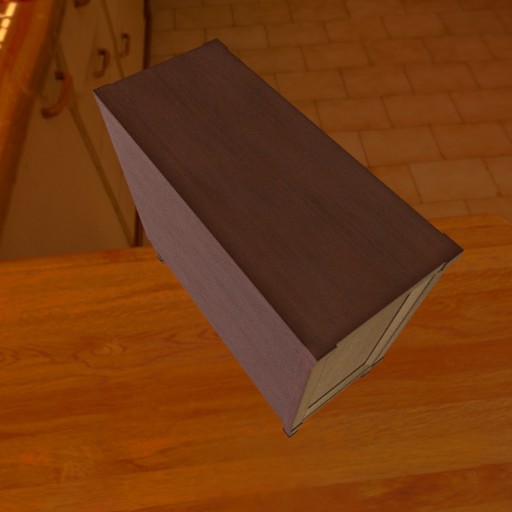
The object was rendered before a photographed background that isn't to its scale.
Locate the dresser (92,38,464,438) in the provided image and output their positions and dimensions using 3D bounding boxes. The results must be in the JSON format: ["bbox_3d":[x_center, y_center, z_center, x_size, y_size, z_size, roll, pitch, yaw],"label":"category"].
[{"bbox_3d":[0.000,0.000,1.612,0.463,0.986,1.049,-32,63,-18],"label":"dresser"}]
